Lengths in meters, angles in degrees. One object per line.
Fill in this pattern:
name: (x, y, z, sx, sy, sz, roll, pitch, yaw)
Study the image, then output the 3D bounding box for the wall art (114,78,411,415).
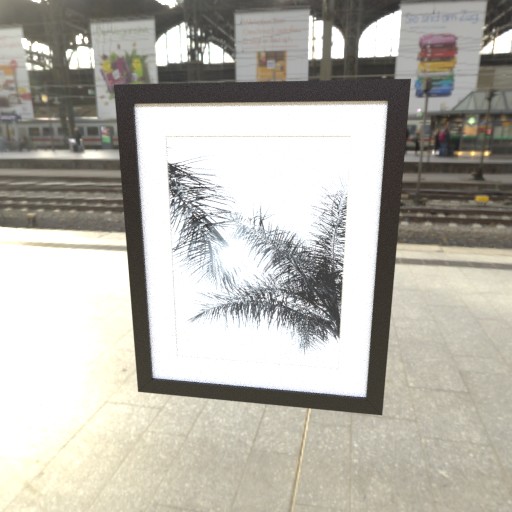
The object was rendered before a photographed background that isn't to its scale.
wall art: (0.000, 0.000, 0.760, 0.457, 0.557, 0.028, 2, 15, 9)
